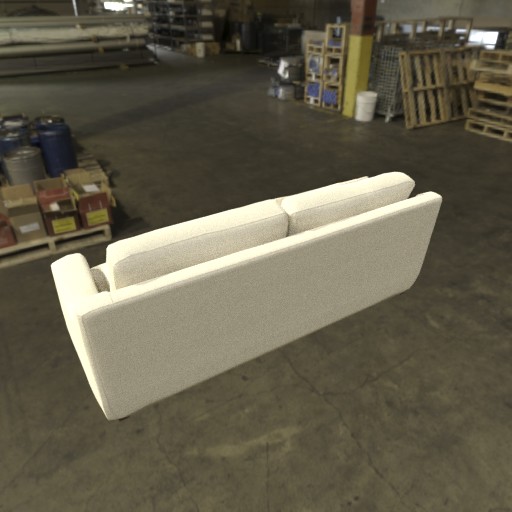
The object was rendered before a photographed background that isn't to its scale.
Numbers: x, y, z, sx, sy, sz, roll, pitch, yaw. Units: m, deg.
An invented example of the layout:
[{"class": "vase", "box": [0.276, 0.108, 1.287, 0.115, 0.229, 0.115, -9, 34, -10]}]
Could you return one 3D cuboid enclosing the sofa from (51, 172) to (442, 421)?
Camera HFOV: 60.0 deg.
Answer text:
[{"class": "sofa", "box": [0.000, 0.000, 3.027, 2.470, 1.022, 1.009, -18, 35, -28]}]
